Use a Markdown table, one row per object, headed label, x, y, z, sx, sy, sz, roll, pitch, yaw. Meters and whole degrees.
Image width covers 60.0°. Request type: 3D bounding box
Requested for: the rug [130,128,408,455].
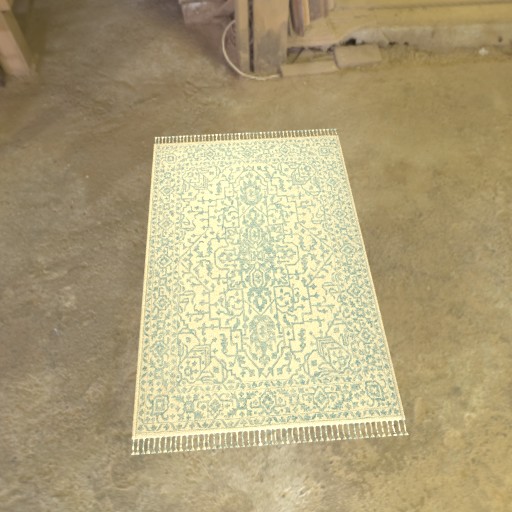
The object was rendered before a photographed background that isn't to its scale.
| label | x | y | z | sx | sy | sz | roll | pitch | yaw |
| --- | --- | --- | --- | --- | --- | --- | --- | --- | --- |
| rug | 0.000 | 0.000 | 3.064 | 1.524 | 0.010 | 2.438 | -3 | 58 | -2 |
